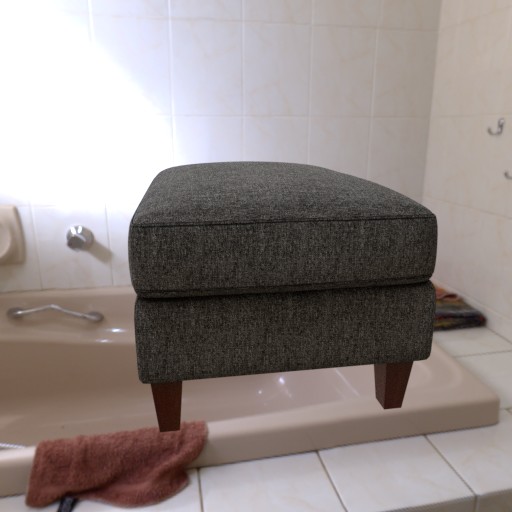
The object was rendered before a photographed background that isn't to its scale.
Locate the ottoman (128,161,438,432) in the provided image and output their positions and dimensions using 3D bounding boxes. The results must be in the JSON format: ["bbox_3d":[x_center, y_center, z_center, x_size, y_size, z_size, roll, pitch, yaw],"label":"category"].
[{"bbox_3d":[0.000,0.000,1.210,0.584,0.483,0.864,-3,16,-9],"label":"ottoman"}]
